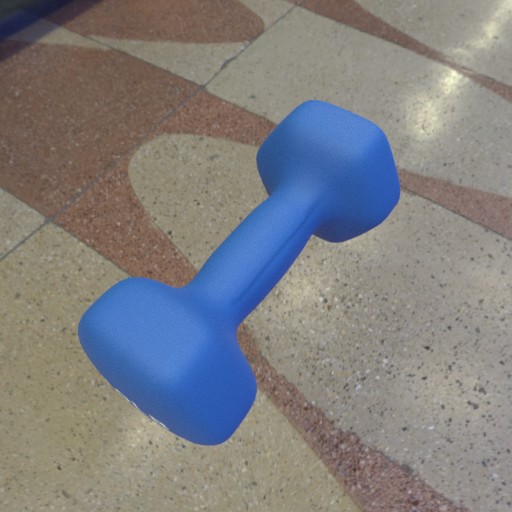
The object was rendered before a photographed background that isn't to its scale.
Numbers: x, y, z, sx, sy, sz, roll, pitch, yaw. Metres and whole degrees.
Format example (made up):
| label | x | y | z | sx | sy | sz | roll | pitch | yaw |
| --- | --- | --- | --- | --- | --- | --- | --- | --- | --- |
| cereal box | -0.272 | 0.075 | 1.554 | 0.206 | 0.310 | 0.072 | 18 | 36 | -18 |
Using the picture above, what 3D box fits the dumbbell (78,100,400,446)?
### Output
| label | x | y | z | sx | sy | sz | roll | pitch | yaw |
| --- | --- | --- | --- | --- | --- | --- | --- | --- | --- |
| dumbbell | 0.000 | 0.000 | 0.265 | 0.103 | 0.093 | 0.212 | 32 | 62 | 19 |
